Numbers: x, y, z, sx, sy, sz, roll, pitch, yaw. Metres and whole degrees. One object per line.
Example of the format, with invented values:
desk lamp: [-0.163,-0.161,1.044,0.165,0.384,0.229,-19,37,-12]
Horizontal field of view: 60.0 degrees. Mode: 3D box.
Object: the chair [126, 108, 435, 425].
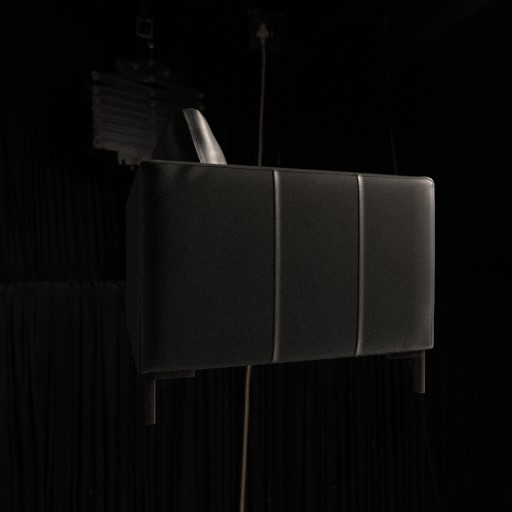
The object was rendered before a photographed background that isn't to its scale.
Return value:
chair: [0.000,0.000,1.533,0.861,0.824,0.967,0,0,-18]
